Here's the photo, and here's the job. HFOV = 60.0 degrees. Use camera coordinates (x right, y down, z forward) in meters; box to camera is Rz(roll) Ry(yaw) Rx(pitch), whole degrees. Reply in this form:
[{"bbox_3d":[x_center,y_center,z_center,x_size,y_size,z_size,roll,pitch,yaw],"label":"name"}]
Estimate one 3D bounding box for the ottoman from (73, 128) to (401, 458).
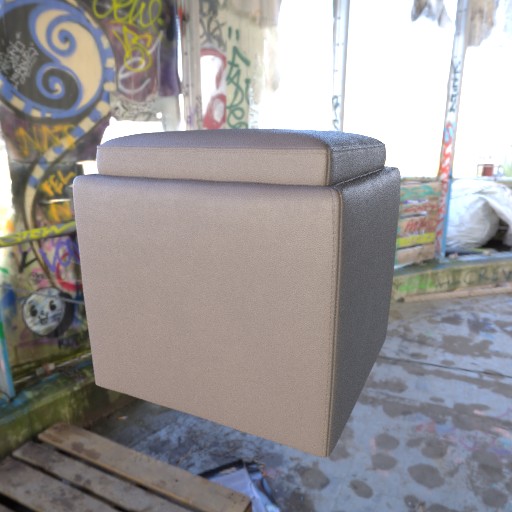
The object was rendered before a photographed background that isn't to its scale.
[{"bbox_3d":[0.000,0.000,0.832,0.451,0.460,0.450,7,17,25],"label":"ottoman"}]
